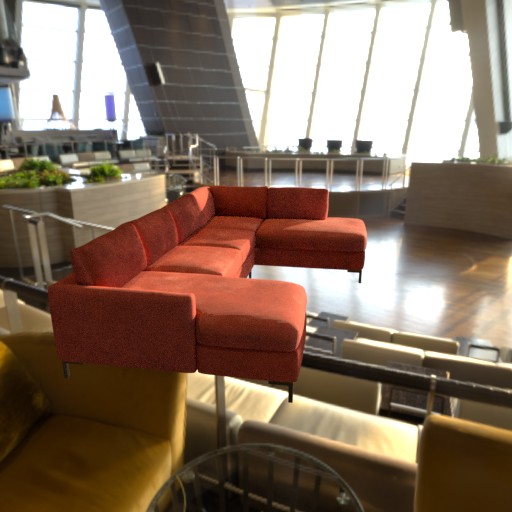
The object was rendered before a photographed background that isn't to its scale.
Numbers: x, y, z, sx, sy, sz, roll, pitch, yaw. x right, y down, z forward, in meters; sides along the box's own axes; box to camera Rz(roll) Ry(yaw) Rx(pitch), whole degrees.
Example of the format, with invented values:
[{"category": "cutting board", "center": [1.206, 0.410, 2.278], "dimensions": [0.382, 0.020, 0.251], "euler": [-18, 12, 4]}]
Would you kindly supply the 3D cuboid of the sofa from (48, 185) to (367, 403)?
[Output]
[{"category": "sofa", "center": [0.000, 0.000, 3.864], "dimensions": [1.981, 0.858, 2.971], "euler": [3, 17, 10]}]
